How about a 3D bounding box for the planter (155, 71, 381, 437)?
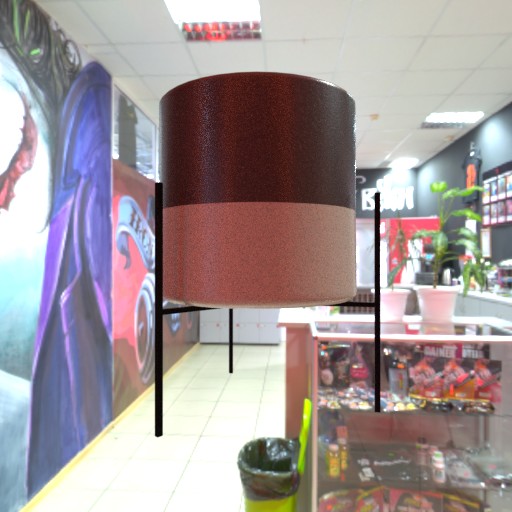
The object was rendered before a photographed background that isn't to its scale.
[{"bbox_3d":[0.000,0.000,0.521,0.250,0.353,0.260,0,0,37],"label":"planter"}]
